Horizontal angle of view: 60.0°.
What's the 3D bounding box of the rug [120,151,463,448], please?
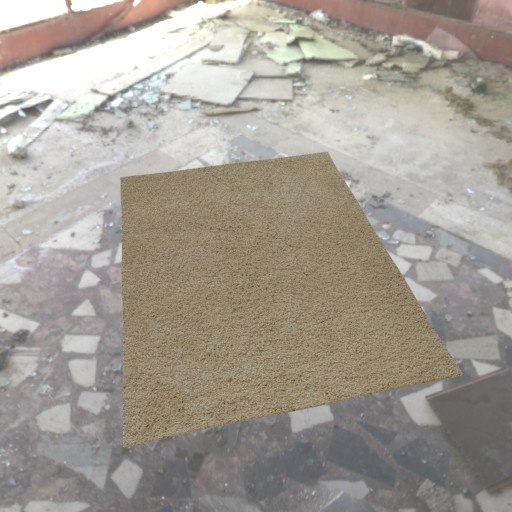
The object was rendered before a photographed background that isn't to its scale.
[{"bbox_3d":[0.000,0.000,4.045,2.400,0.025,3.000,-9,46,-9],"label":"rug"}]
